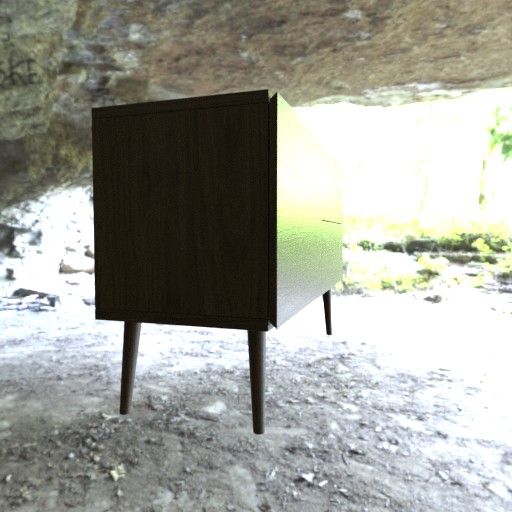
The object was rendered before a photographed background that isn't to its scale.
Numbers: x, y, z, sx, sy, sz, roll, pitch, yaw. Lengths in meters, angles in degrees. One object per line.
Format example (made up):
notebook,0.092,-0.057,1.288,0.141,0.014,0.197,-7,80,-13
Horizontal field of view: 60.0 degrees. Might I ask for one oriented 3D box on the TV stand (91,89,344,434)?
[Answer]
TV stand,0.000,0.000,1.352,0.405,0.660,0.990,1,3,18
